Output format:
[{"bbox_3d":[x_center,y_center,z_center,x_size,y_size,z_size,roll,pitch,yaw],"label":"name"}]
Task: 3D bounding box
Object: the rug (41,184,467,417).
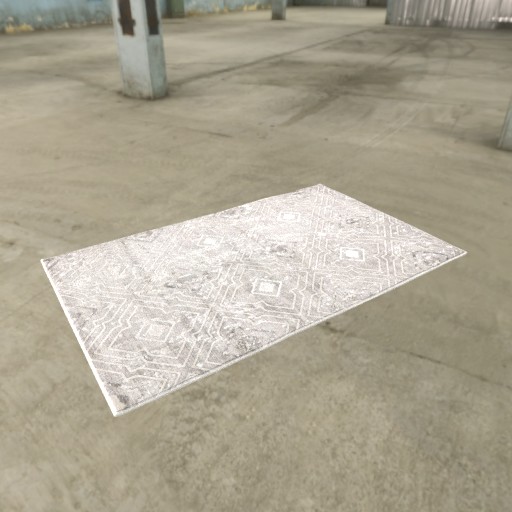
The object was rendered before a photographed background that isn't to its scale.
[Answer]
[{"bbox_3d":[0.000,0.000,2.988,2.447,0.036,1.537,-19,36,-28],"label":"rug"}]
